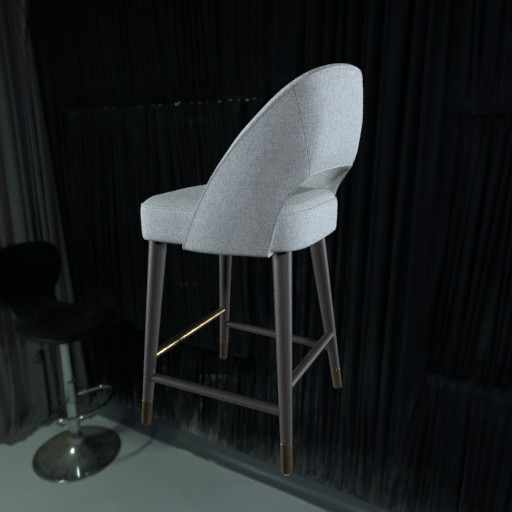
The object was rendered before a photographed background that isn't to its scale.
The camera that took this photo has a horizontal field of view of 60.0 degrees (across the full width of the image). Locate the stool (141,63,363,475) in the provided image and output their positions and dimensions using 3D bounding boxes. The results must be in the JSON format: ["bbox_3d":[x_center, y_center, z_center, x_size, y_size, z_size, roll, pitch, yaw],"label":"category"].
[{"bbox_3d":[0.000,0.000,1.219,0.509,0.940,0.494,7,17,26],"label":"stool"}]
